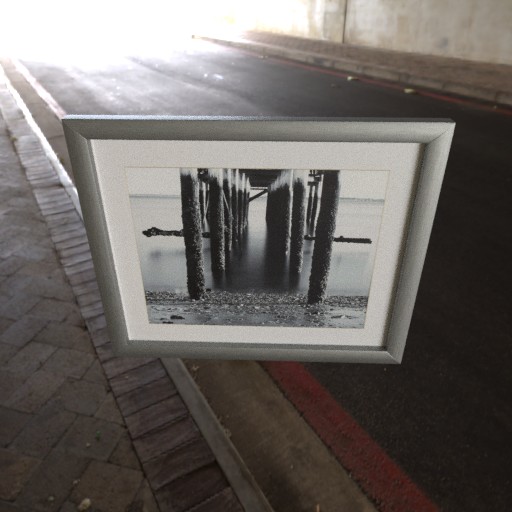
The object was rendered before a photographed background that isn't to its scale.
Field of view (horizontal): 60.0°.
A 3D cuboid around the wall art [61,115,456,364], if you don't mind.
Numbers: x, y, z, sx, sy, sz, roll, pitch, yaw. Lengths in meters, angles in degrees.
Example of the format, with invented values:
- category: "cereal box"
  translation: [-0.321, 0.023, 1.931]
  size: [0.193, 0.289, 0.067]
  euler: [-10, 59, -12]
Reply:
- category: "wall art"
  translation: [0.000, 0.000, 0.750]
  size: [0.556, 0.457, 0.028]
  euler: [1, 31, 2]
